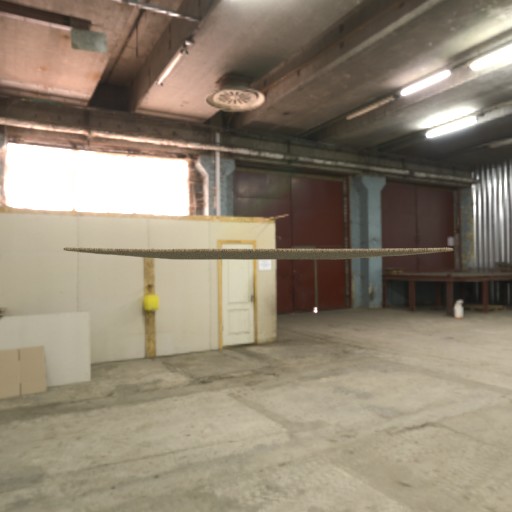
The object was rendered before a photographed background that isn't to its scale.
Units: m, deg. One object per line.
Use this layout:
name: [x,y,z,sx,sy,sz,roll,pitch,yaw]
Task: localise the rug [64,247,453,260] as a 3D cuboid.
rug: [0.000,0.000,2.282,1.211,0.018,1.822,0,-1,-1]
